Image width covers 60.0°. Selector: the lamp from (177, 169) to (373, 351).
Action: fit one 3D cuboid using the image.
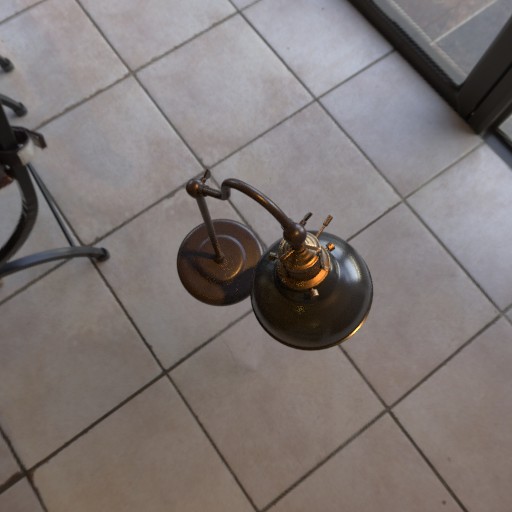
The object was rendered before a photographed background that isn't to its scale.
[{"bbox_3d":[0.000,0.000,0.695,0.374,0.508,0.192,34,78,8],"label":"lamp"}]
